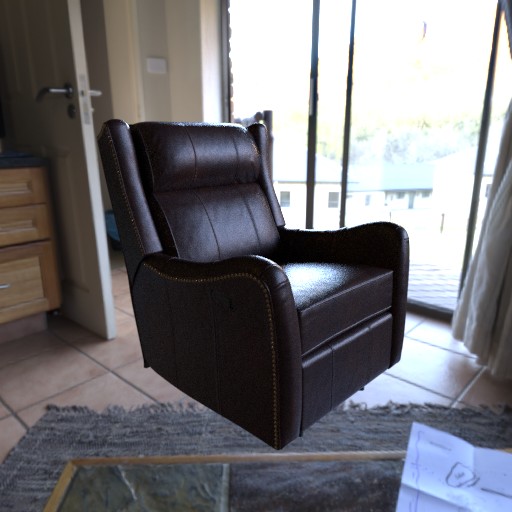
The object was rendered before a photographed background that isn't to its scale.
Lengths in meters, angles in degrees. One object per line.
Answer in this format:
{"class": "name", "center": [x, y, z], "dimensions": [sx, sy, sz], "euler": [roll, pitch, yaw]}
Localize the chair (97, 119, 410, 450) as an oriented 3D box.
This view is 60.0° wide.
{"class": "chair", "center": [0.000, 0.000, 1.835], "dimensions": [1.008, 1.084, 0.869], "euler": [14, 21, 42]}
